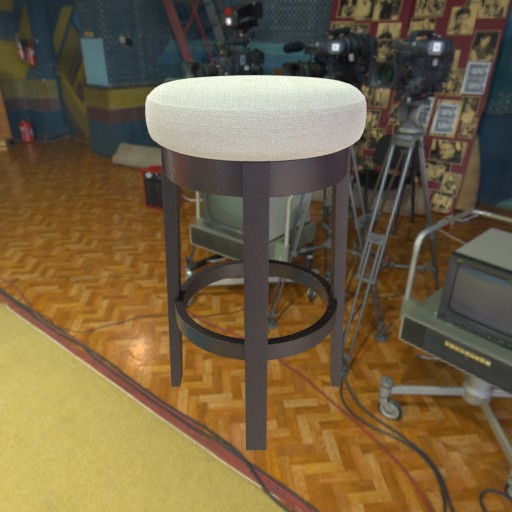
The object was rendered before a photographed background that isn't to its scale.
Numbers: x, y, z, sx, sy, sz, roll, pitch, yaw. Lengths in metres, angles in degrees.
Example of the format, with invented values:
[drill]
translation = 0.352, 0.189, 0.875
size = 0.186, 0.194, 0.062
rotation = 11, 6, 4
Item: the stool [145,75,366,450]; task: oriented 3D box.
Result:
[stool]
translation = 0.000, 0.000, 1.023
size = 0.446, 0.758, 0.446
rotation = 0, 26, 0
